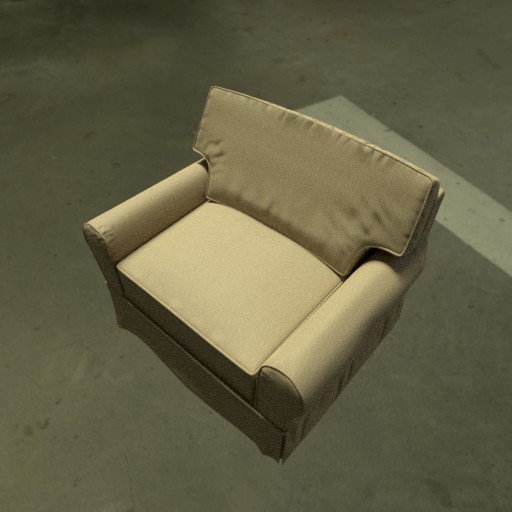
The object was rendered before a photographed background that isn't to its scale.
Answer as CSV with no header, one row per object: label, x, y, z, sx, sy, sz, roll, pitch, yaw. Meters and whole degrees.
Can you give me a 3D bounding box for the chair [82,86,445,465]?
chair,0.000,0.000,1.762,1.096,0.937,0.903,33,55,26
